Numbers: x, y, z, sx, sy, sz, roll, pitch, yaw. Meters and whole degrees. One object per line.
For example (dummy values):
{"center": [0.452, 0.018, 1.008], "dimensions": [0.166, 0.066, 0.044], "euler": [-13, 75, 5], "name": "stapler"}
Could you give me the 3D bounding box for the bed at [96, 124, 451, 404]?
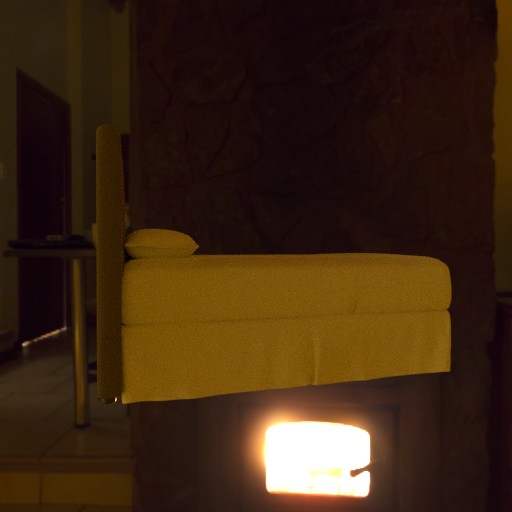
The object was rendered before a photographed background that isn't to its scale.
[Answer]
{"center": [0.000, 0.000, 3.080], "dimensions": [2.036, 1.387, 1.666], "euler": [0, 1, -17], "name": "bed"}
